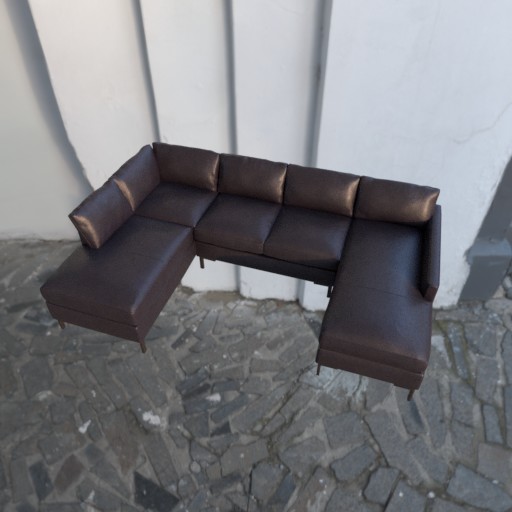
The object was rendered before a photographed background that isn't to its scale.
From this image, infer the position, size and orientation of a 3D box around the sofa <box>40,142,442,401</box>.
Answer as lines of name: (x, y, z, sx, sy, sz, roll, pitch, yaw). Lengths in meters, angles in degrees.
sofa: (0.000, 0.000, 3.822, 2.956, 0.900, 1.939, 12, 43, 13)
